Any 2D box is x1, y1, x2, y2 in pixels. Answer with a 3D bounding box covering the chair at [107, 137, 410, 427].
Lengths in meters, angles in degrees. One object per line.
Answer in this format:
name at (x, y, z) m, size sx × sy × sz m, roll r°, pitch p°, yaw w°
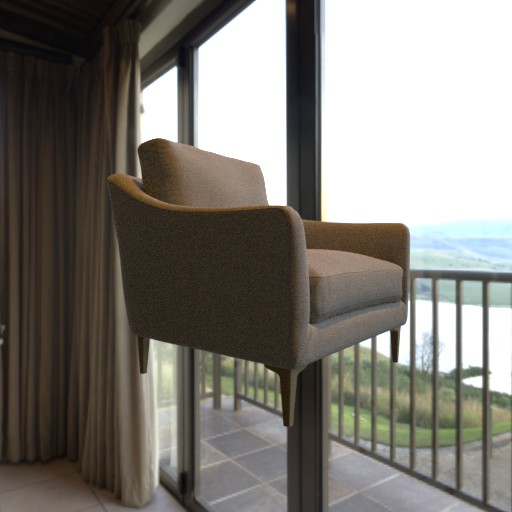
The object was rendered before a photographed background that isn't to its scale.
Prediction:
chair at (0.000, 0.000, 1.778) m, size 0.961 × 0.902 × 0.986 m, roll 0°, pitch 0°, yaw 36°
